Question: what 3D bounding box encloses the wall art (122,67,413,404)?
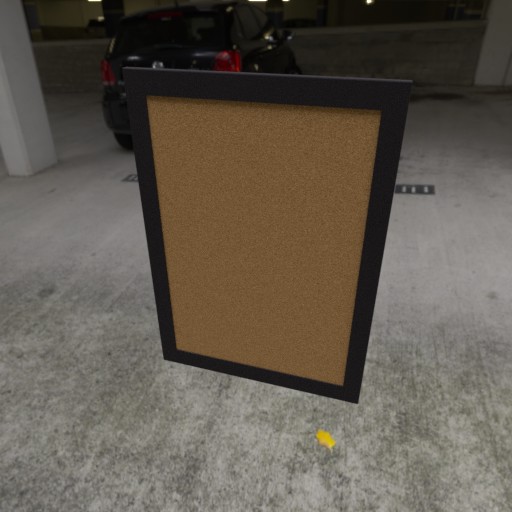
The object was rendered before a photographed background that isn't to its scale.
[{"bbox_3d":[0.000,0.000,0.688,0.374,0.529,0.012,9,32,14],"label":"wall art"}]
